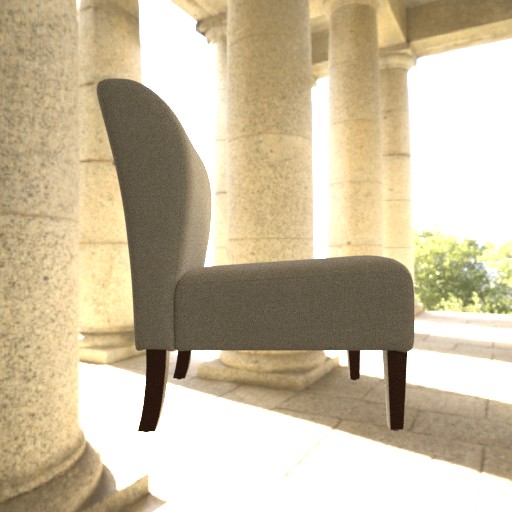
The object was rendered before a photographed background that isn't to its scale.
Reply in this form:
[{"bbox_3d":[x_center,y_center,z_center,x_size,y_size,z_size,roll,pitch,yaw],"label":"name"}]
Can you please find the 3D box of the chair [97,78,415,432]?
[{"bbox_3d":[0.000,0.000,1.274,0.754,0.833,0.521,0,0,0],"label":"chair"}]
